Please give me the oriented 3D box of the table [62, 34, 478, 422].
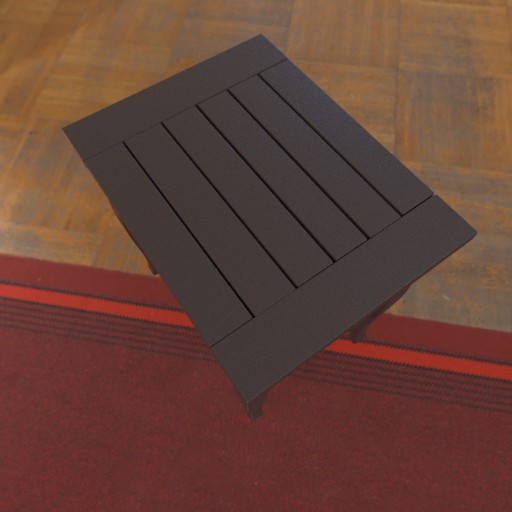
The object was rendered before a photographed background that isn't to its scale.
[{"bbox_3d":[0.000,0.000,1.039,0.460,0.605,0.602,-32,67,-15],"label":"table"}]
